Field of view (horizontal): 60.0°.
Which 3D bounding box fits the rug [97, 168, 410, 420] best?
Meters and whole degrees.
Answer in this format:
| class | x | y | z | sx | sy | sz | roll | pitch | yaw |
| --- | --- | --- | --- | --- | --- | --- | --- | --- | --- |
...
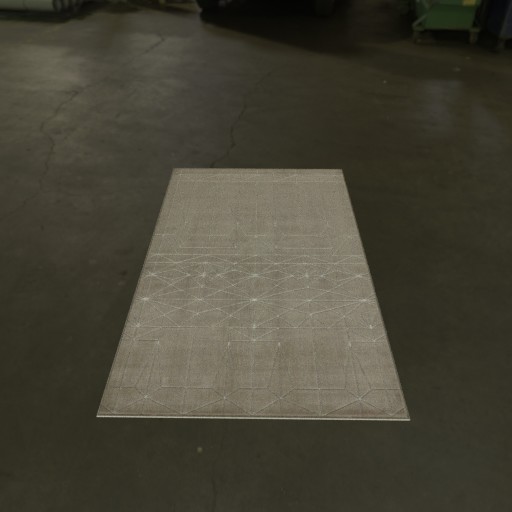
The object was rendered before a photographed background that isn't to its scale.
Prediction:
| class | x | y | z | sx | sy | sz | roll | pitch | yaw |
| --- | --- | --- | --- | --- | --- | --- | --- | --- | --- |
| rug | 0.000 | 0.000 | 3.083 | 1.524 | 0.012 | 2.438 | 0 | 40 | 1 |
